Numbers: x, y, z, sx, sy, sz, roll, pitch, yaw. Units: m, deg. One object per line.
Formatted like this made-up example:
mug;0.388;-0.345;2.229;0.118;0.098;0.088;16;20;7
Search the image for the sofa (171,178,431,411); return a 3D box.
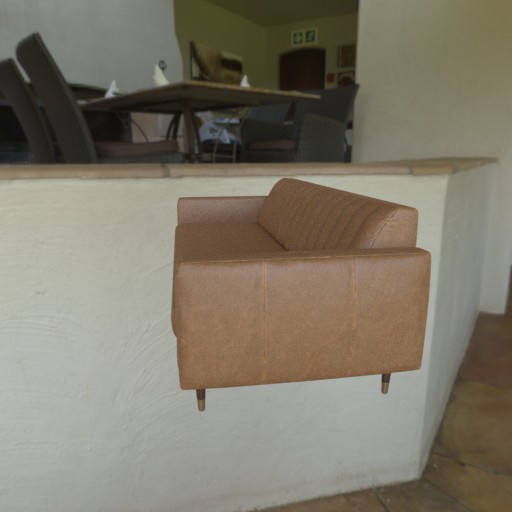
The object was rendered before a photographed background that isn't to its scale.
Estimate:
sofa;0.000;0.000;2.704;0.990;0.821;2.291;-2;14;-9
